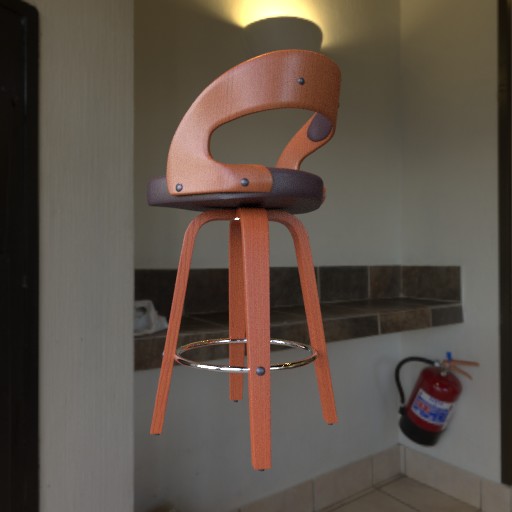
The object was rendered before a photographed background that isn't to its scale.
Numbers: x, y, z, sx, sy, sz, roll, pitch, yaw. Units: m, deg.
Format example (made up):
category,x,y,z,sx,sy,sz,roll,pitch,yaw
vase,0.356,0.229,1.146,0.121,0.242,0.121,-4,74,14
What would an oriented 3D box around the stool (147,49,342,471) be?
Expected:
category,x,y,z,sx,sy,sz,roll,pitch,yaw
stool,0.000,0.000,1.191,0.457,0.940,0.457,0,-1,36
